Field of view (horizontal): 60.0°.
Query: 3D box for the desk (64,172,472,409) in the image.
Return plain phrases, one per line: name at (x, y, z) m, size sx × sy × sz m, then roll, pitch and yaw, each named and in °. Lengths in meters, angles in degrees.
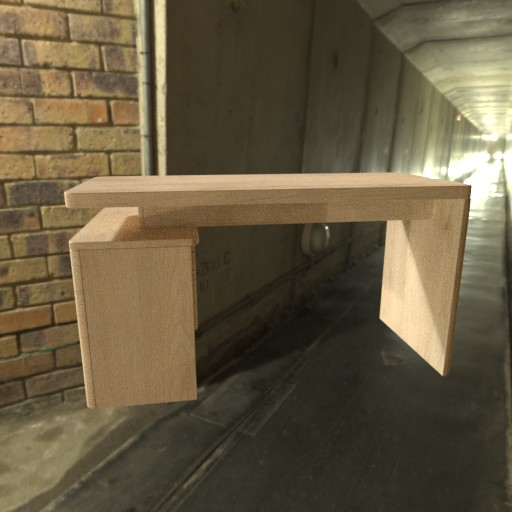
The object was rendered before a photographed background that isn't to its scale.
desk at (0.000, 0.000, 2.119) m, size 1.400 × 0.770 × 1.175 m, roll -2°, pitch 15°, yaw -9°
